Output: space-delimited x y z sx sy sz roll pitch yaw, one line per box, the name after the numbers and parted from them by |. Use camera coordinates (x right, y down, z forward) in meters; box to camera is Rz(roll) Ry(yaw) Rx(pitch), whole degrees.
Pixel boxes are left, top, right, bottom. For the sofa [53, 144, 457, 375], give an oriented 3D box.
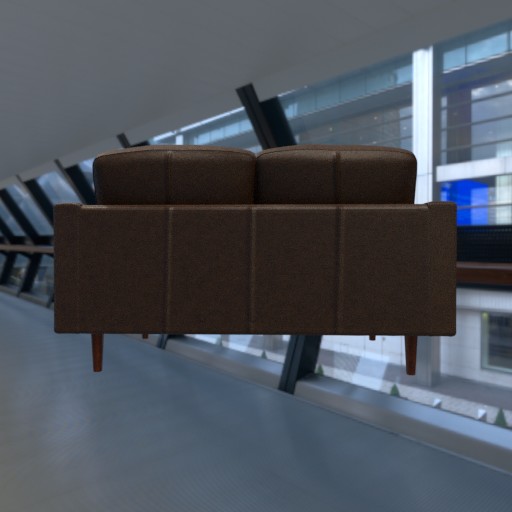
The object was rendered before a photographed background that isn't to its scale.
0.000 0.000 2.180 1.578 0.951 0.909 0 1 2 | sofa
